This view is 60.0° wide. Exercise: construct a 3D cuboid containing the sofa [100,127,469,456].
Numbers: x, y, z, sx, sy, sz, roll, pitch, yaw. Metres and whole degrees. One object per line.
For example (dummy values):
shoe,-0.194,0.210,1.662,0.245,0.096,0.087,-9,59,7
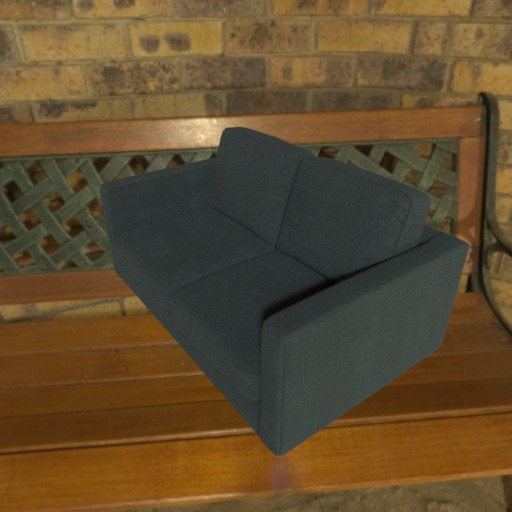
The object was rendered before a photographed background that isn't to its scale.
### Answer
sofa,0.000,0.000,2.147,0.999,0.930,1.518,-21,36,-31
